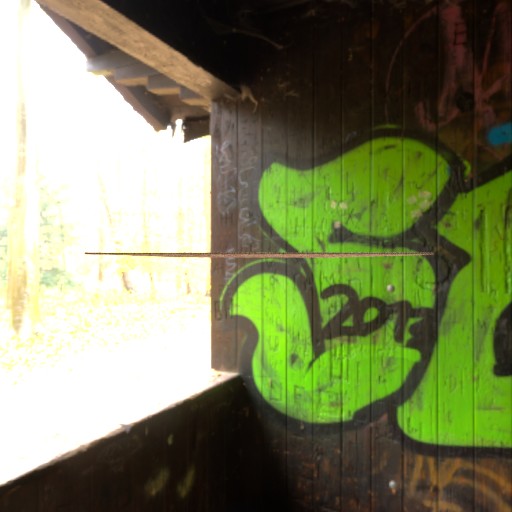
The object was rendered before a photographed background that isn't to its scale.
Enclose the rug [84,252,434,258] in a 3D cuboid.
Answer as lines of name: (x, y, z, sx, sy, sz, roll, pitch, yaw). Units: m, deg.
rug: (0.000, 0.000, 3.144, 1.545, 0.010, 2.440, 0, -1, -1)
